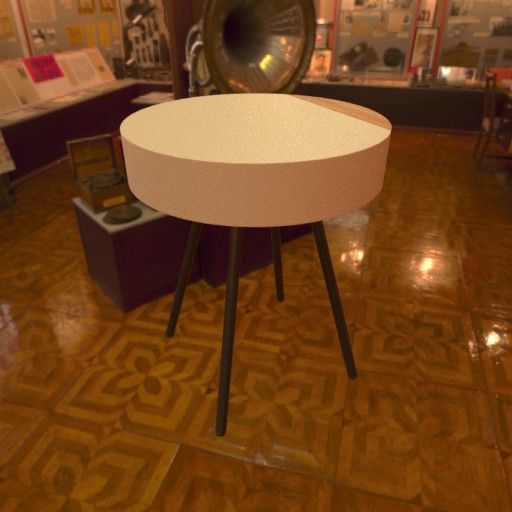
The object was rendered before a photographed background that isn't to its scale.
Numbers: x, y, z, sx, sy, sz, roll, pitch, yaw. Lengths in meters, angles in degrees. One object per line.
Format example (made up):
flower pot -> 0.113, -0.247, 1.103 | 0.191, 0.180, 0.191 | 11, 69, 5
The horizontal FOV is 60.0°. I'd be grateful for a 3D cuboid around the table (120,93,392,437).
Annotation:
table -> 0.000, 0.000, 0.865 | 0.450, 0.525, 0.450 | 0, 31, 0
